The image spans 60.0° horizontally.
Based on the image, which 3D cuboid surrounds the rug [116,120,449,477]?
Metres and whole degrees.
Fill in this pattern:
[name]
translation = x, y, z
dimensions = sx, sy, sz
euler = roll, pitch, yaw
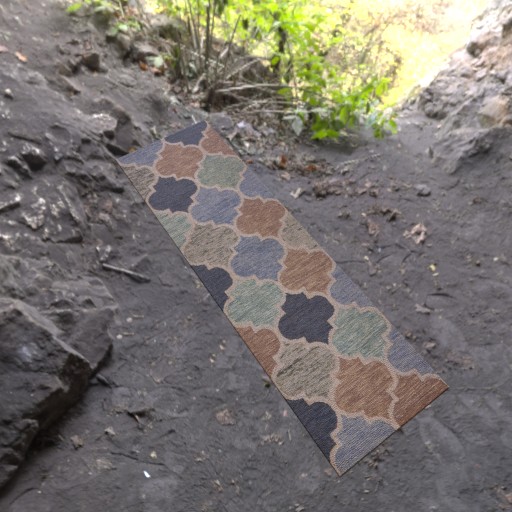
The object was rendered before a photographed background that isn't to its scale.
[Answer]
[rug]
translation = 0.000, 0.000, 2.528
dimensions = 0.687, 0.011, 2.287
euler = -30, 63, -18
